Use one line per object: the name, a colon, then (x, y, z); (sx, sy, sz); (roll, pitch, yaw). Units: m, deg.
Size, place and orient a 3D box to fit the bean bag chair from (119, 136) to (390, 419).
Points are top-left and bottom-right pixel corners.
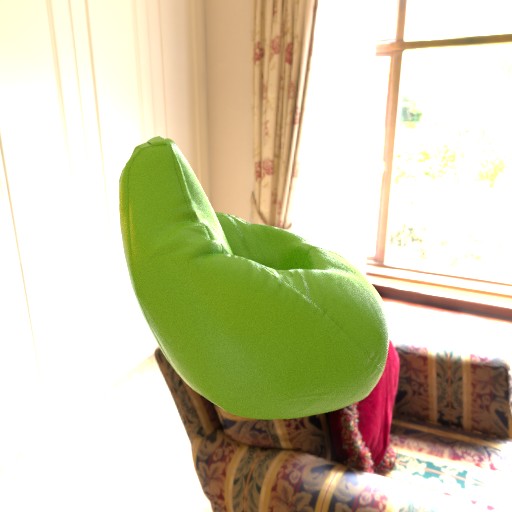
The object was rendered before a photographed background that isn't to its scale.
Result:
bean bag chair: (0.000, 0.000, 1.882); (1.070, 0.990, 1.070); (-3, 18, -9)
